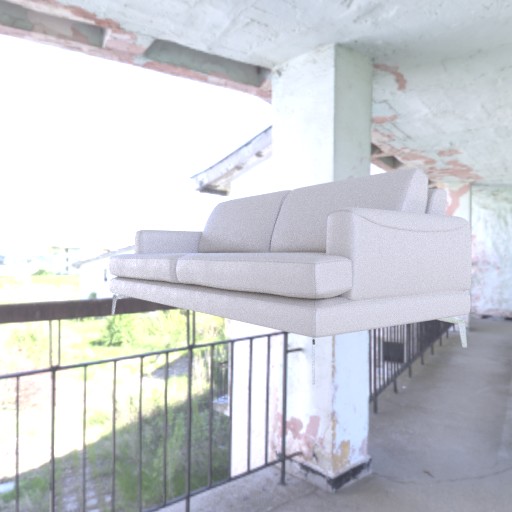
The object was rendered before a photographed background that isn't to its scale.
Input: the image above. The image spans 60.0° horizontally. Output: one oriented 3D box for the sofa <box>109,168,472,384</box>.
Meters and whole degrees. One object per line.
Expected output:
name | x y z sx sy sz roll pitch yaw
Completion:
sofa | 0.000 0.000 2.376 0.974 0.765 1.940 0 1 -36
